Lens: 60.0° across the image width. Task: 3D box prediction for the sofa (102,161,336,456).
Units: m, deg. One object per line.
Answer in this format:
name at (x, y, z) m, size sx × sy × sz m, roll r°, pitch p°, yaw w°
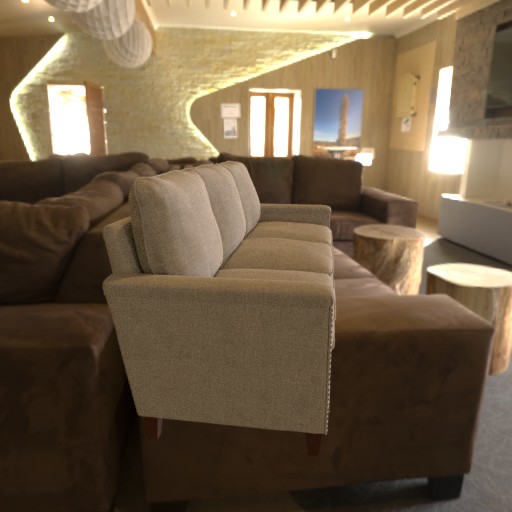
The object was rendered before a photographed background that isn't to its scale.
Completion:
sofa at (0.000, 0.000, 2.382) m, size 0.828 × 0.959 × 1.925 m, roll 2°, pitch 15°, yaw 9°
